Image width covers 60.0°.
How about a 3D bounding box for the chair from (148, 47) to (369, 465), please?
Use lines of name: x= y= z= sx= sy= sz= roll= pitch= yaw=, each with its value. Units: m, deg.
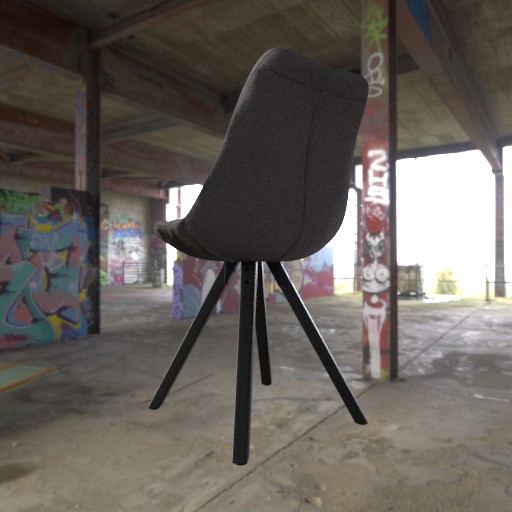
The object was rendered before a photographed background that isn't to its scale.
chair: x=0.000 y=0.000 z=1.181 sx=0.476 sy=0.850 sz=0.550 roll=0 pitch=0 yaw=-36
